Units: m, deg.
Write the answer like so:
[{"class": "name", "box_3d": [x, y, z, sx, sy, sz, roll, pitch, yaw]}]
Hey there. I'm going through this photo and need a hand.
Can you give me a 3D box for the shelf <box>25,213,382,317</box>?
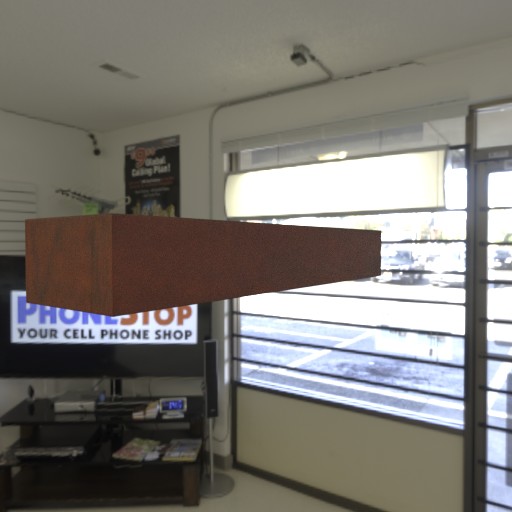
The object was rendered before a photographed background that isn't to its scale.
[{"class": "shelf", "box_3d": [0.000, 0.000, 0.664, 0.152, 0.088, 0.607, 1, 2, 37]}]
